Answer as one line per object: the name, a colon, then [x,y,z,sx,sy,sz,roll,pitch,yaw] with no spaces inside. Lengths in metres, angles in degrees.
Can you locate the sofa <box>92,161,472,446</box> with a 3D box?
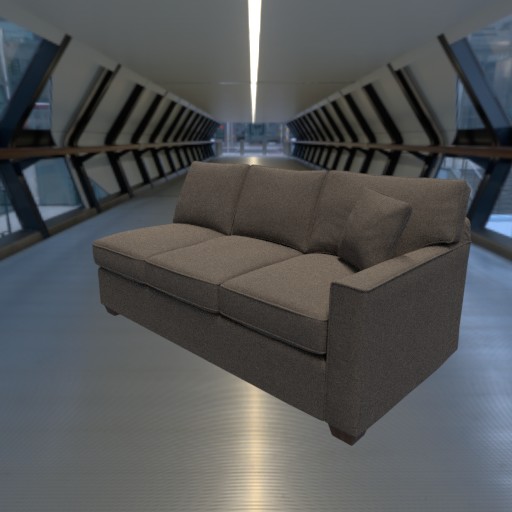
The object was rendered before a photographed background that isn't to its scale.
sofa: [0.000,0.000,2.495,1.963,0.946,1.034,15,21,42]
